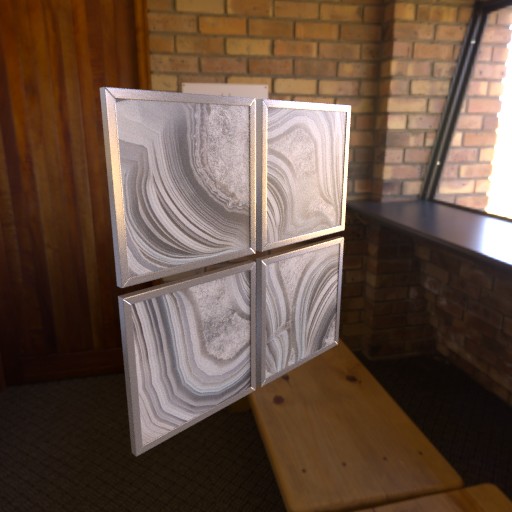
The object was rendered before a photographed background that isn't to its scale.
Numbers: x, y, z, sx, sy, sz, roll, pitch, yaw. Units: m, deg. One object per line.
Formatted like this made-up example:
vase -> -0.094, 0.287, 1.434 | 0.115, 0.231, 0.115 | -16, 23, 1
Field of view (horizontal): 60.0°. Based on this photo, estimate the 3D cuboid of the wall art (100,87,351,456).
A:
wall art -> 0.000, 0.000, 1.670 | 1.118, 1.118, 0.029 | -15, 21, -43
